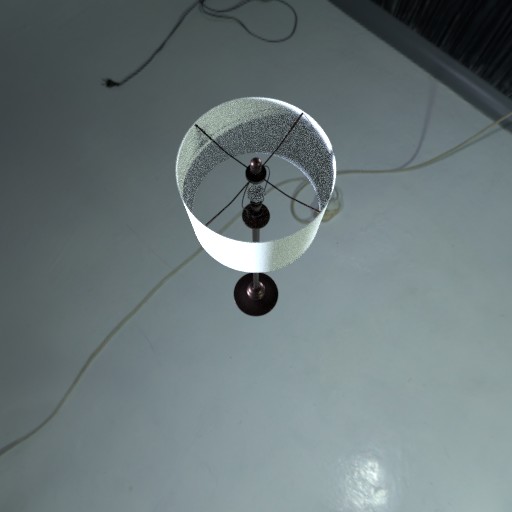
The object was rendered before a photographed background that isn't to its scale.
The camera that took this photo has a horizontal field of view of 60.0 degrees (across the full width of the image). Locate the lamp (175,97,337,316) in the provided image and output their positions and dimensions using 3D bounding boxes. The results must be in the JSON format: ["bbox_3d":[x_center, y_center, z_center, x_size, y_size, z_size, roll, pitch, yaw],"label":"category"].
[{"bbox_3d":[0.000,0.000,1.669,0.356,1.487,0.356,37,77,10],"label":"lamp"}]
